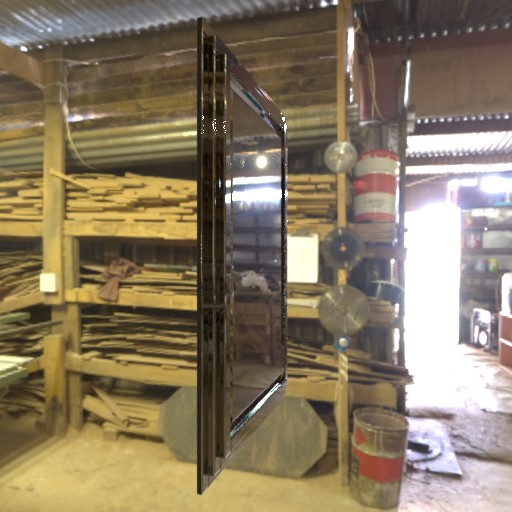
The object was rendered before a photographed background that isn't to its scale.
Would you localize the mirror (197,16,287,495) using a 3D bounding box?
[{"bbox_3d":[0.000,0.000,1.134,0.039,0.914,0.613,0,0,18],"label":"mirror"}]
